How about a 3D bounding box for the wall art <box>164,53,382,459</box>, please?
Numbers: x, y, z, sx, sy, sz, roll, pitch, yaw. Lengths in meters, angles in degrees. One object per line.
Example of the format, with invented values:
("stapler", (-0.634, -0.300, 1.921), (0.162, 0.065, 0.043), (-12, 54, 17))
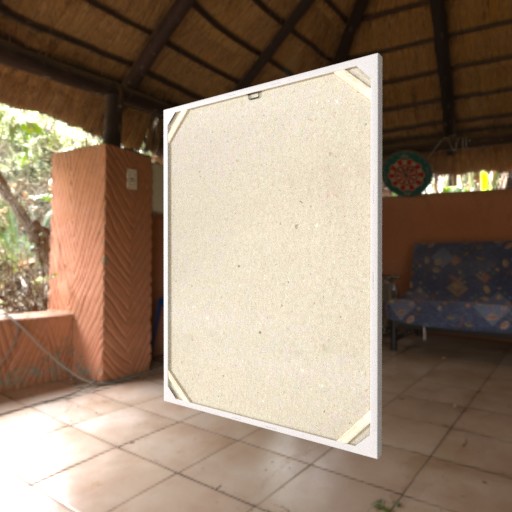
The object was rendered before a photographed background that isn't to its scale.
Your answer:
("wall art", (0.000, 0.000, 1.599), (0.914, 1.212, 0.038), (0, 0, 35))
